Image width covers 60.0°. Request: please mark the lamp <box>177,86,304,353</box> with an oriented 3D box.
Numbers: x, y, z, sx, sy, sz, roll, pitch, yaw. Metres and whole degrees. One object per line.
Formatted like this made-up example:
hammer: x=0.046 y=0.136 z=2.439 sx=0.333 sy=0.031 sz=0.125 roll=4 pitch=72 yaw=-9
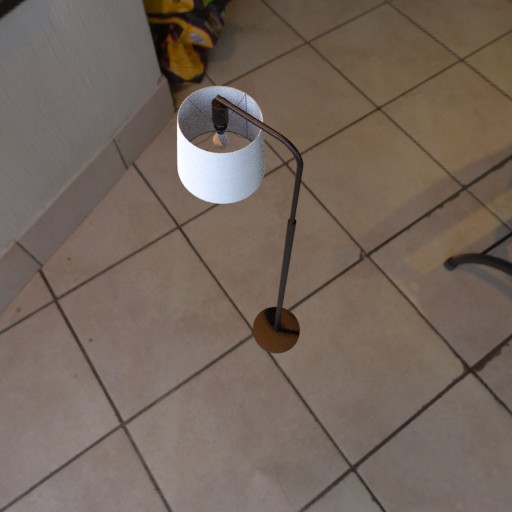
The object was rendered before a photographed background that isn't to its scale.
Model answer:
lamp: x=0.000 y=0.000 z=1.686 sx=0.508 sy=1.478 sz=0.254 roll=33 pitch=69 yaw=15
